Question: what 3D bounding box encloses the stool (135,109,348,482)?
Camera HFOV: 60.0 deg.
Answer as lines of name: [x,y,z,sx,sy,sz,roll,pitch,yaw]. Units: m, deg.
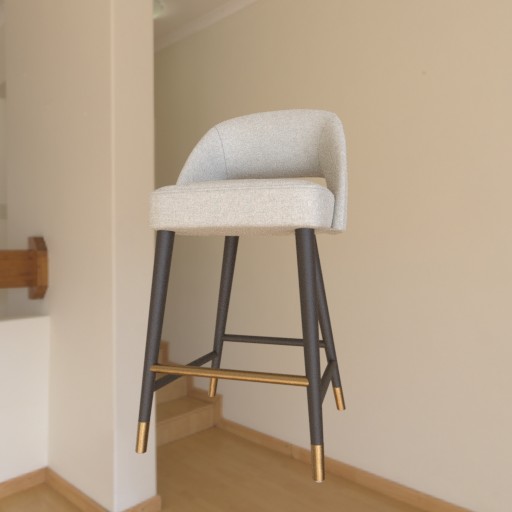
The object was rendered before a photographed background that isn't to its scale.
stool: [0.000,0.000,1.224,0.494,0.940,0.509,0,1,17]
